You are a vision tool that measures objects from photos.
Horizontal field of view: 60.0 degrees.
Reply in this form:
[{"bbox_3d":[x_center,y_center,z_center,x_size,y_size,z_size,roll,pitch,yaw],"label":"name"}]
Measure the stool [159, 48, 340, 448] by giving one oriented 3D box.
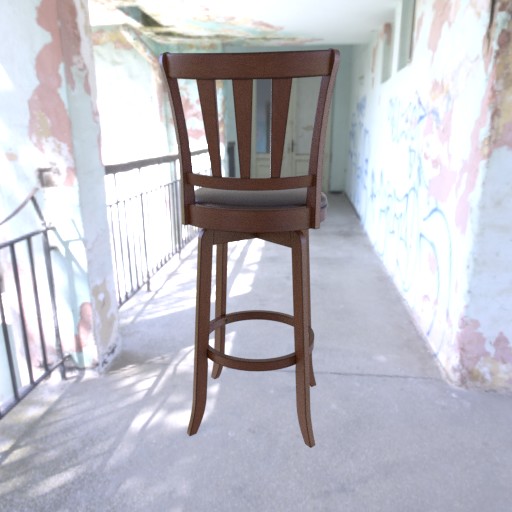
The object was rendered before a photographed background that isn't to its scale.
[{"bbox_3d":[0.000,0.000,1.440,0.464,1.177,0.503,2,17,8],"label":"stool"}]
